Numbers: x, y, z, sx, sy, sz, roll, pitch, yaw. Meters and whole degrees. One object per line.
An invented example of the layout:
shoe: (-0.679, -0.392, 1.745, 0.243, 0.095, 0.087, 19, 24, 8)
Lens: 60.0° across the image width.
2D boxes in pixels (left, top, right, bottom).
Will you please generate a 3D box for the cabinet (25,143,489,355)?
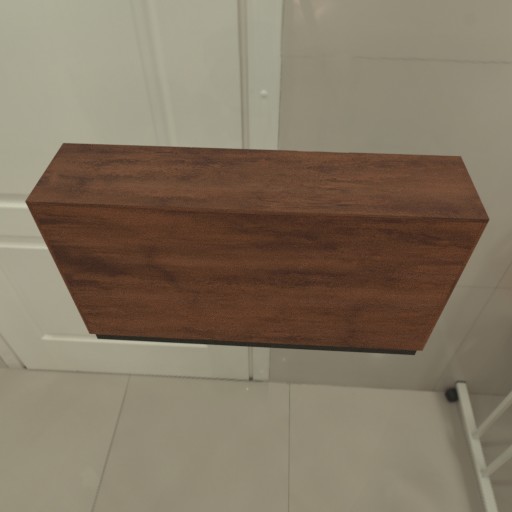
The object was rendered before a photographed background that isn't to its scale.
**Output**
cabinet: (0.000, 0.000, 1.995, 1.600, 0.900, 0.420, 2, 47, 2)
